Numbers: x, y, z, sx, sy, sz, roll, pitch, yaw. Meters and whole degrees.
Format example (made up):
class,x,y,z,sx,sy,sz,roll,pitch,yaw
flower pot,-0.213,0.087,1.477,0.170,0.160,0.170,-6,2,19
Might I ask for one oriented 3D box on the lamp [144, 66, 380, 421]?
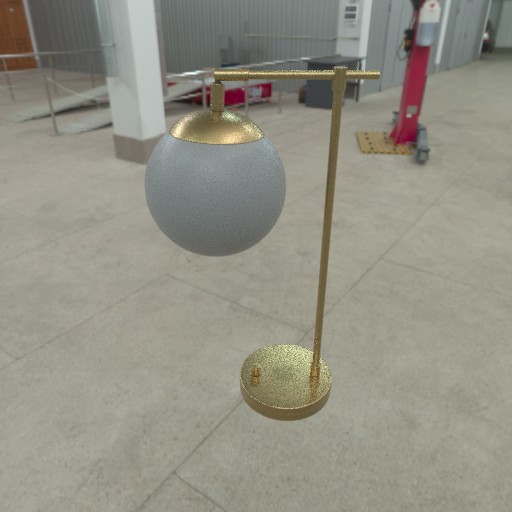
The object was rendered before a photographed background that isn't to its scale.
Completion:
class,x,y,z,sx,sy,sz,roll,pitch,yaw
lamp,0.000,0.000,0.710,0.324,0.559,0.207,0,28,0
